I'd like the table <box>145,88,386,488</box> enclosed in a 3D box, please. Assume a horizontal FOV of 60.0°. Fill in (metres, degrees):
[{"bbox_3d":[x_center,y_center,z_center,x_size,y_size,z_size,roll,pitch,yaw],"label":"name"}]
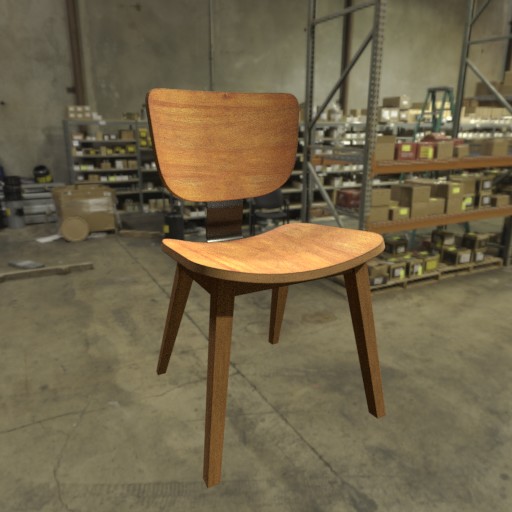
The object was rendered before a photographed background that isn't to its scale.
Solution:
[{"bbox_3d":[0.000,0.000,1.123,0.499,0.805,0.500,-9,19,-27],"label":"table"}]
